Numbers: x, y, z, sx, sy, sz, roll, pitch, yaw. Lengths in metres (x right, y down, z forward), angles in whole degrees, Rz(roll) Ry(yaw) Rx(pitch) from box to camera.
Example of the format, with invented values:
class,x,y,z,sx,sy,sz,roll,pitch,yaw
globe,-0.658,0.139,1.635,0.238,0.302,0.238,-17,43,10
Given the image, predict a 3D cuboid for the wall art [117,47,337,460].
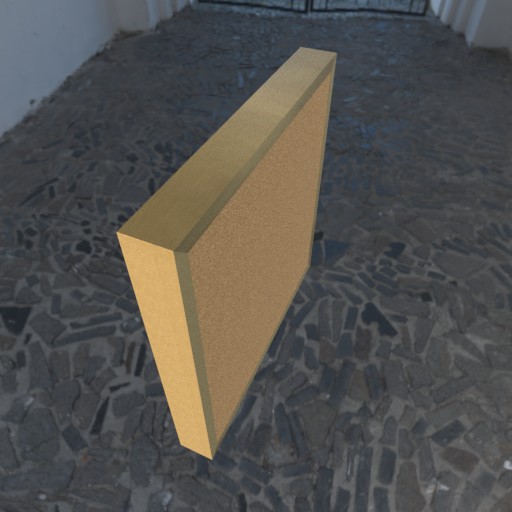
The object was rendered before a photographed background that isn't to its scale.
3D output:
class,x,y,z,sx,sy,sz,roll,pitch,yaw
wall art,0.000,0.000,0.454,0.038,0.305,0.304,18,48,17
